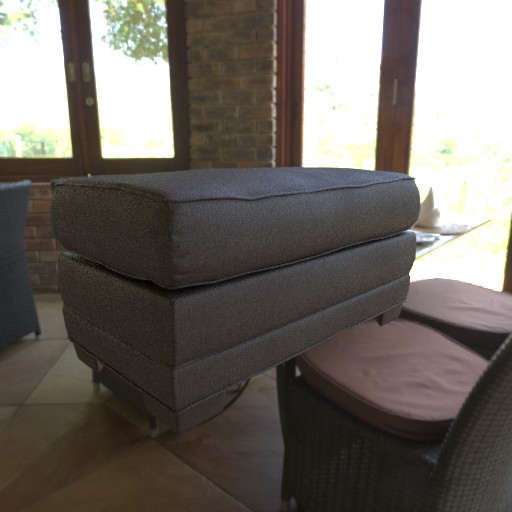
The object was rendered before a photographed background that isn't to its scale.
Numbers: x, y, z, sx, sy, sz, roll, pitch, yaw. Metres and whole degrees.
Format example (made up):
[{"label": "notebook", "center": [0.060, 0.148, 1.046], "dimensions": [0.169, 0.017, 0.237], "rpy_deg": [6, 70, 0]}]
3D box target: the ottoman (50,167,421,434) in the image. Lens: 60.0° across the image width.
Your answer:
[{"label": "ottoman", "center": [0.000, 0.000, 1.150], "dimensions": [0.864, 0.448, 0.490], "rpy_deg": [-13, 19, -43]}]
